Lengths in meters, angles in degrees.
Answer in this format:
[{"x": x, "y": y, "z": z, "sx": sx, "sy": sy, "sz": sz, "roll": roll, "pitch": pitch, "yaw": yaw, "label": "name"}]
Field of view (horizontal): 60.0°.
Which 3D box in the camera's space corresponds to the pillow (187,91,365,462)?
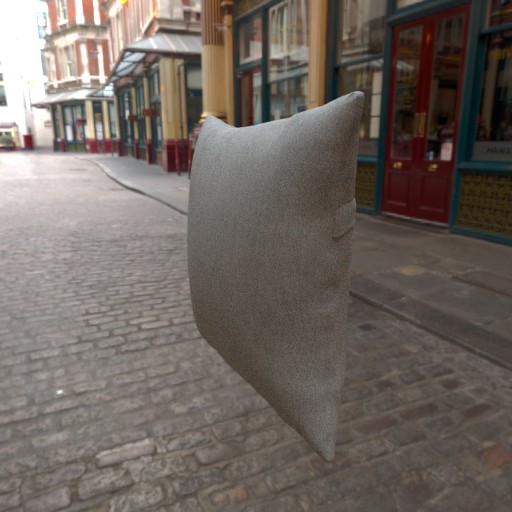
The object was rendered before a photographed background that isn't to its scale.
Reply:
[{"x": 0.000, "y": 0.000, "z": 0.680, "sx": 0.173, "sy": 0.436, "sz": 0.433, "roll": -7, "pitch": 16, "yaw": -26, "label": "pillow"}]
